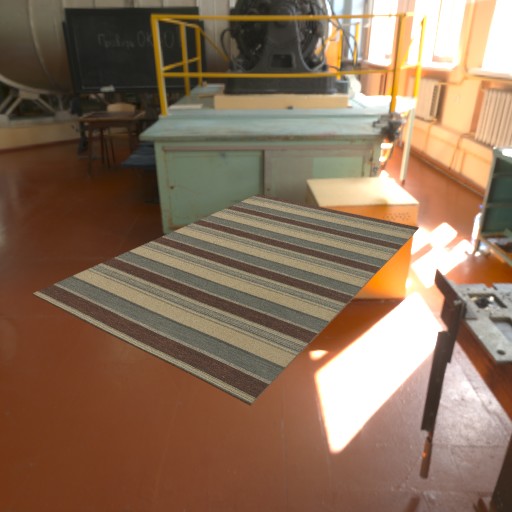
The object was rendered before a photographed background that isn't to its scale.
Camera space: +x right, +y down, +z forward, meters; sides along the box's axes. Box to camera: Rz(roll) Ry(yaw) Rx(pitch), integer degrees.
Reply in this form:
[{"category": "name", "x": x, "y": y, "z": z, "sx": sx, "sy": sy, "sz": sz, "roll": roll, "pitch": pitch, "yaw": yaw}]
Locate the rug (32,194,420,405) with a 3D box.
[{"category": "rug", "x": 0.000, "y": 0.000, "z": 2.382, "sx": 1.219, "sy": 0.008, "sz": 1.829, "roll": 16, "pitch": 30, "yaw": 31}]
